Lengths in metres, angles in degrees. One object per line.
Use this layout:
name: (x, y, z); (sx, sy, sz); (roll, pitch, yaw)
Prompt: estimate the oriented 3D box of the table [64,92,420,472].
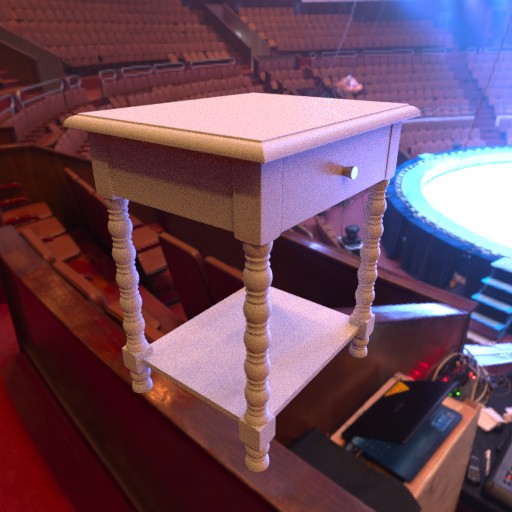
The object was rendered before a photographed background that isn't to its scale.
table: (0.000, 0.000, 0.834); (0.381, 0.531, 0.460); (18, 31, 34)
